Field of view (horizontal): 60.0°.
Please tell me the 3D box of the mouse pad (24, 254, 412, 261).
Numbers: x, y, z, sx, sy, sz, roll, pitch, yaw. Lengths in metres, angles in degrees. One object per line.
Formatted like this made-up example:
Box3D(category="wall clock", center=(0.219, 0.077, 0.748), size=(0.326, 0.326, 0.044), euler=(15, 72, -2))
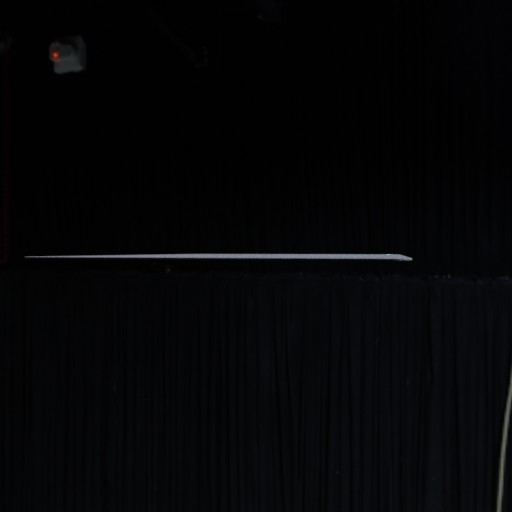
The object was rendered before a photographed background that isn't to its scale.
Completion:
Box3D(category="mouse pad", center=(0.000, 0.000, 0.620), size=(0.393, 0.002, 0.451), euler=(0, 1, 17))
